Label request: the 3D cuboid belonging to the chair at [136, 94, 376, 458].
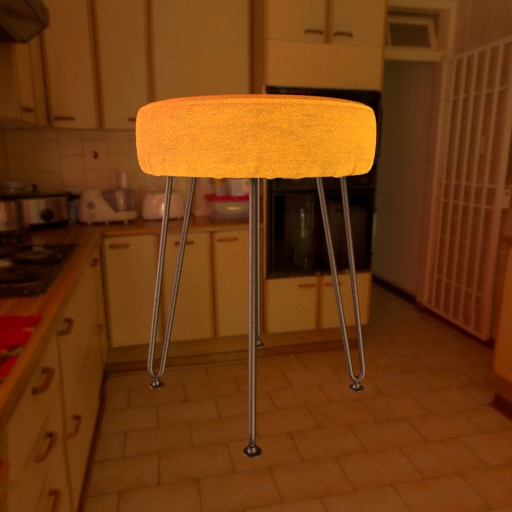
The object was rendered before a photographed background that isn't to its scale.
[{"bbox_3d":[0.000,0.000,0.699,0.345,0.455,0.345,-12,18,-42],"label":"chair"}]
